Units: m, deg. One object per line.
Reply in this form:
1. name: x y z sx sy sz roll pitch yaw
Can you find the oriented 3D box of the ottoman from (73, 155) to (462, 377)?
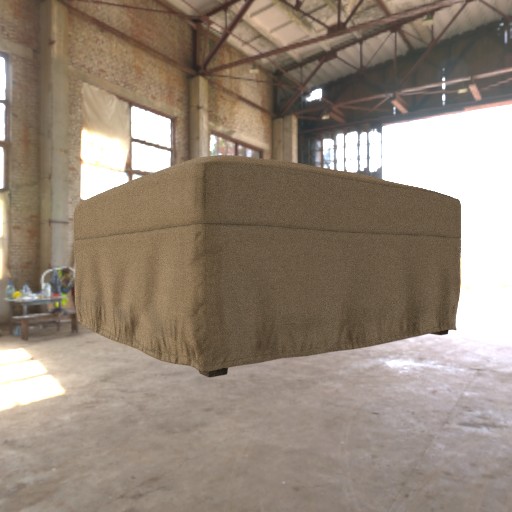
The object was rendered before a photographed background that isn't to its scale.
1. ottoman: 0.000 0.000 1.304 0.843 0.436 0.840 0 -1 -37
